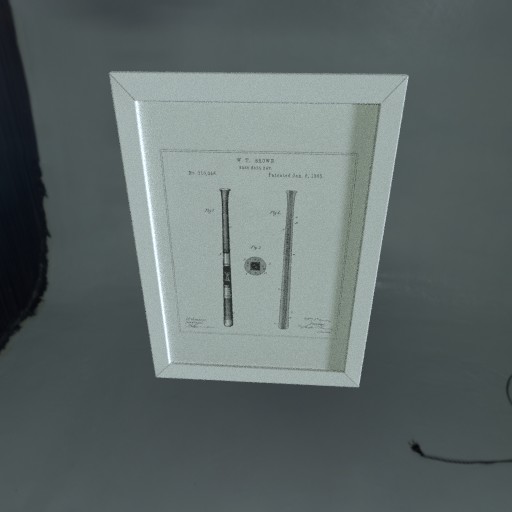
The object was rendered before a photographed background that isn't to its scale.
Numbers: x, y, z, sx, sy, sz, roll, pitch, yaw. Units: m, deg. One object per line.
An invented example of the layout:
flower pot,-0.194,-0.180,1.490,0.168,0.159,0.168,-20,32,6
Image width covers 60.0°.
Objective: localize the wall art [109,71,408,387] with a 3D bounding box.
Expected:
wall art,0.000,0.000,0.688,0.374,0.529,0.012,2,30,3
